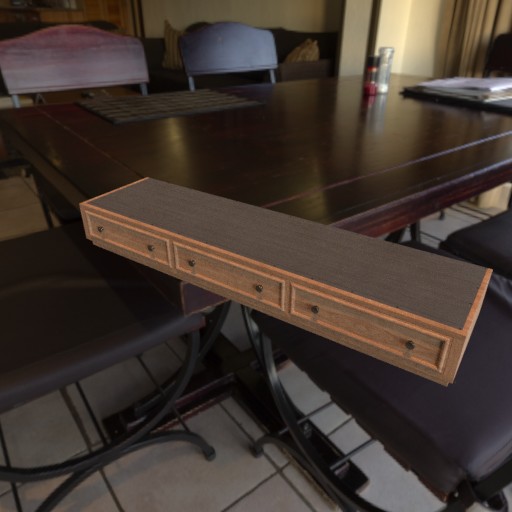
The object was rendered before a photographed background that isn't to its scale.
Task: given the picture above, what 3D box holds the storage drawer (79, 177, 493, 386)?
[{"bbox_3d":[0.000,0.000,2.222,2.032,0.264,0.538,18,35,29],"label":"storage drawer"}]
